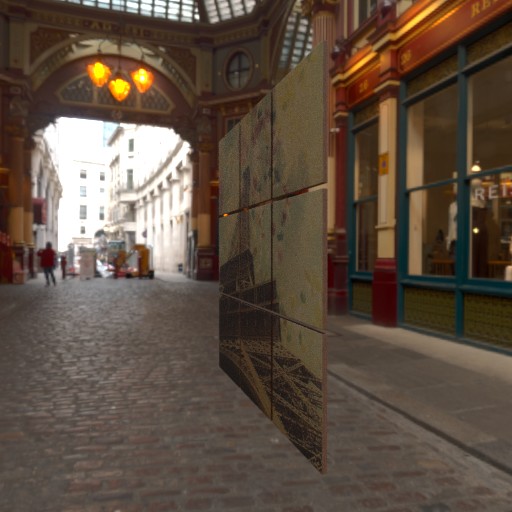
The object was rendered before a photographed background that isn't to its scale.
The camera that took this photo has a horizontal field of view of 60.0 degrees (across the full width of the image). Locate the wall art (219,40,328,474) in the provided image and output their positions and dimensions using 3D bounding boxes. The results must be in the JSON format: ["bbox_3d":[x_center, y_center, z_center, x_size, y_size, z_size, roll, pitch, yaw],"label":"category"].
[{"bbox_3d":[0.000,0.000,1.868,0.017,1.246,1.256,0,1,-18],"label":"wall art"}]
